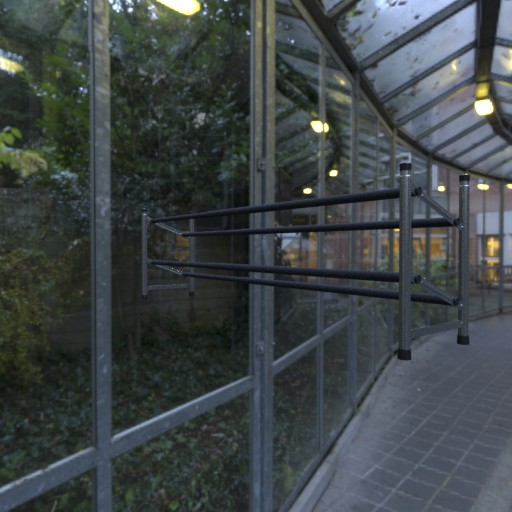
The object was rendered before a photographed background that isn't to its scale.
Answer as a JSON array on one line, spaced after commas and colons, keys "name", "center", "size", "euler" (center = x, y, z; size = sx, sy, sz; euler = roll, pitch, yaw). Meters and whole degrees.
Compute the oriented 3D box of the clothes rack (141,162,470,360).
[{"name": "clothes rack", "center": [0.000, 0.000, 1.306], "size": [0.229, 0.349, 1.168], "euler": [-1, 1, -37]}]
